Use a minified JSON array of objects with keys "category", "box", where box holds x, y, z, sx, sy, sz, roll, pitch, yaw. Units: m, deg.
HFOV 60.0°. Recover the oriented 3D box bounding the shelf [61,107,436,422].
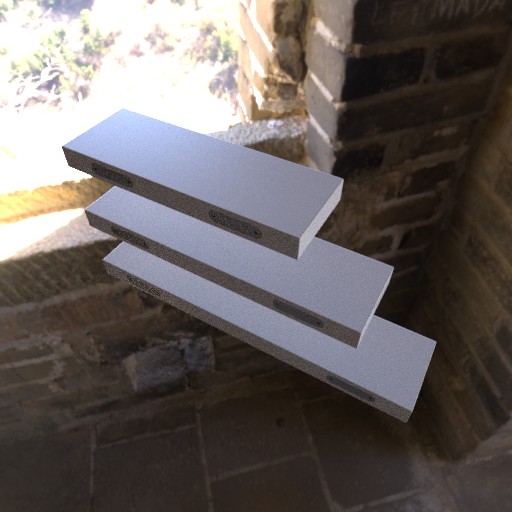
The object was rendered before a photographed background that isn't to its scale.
[{"category":"shelf","box":[0.000,0.000,0.719,0.610,0.293,0.140,23,50,20]}]
